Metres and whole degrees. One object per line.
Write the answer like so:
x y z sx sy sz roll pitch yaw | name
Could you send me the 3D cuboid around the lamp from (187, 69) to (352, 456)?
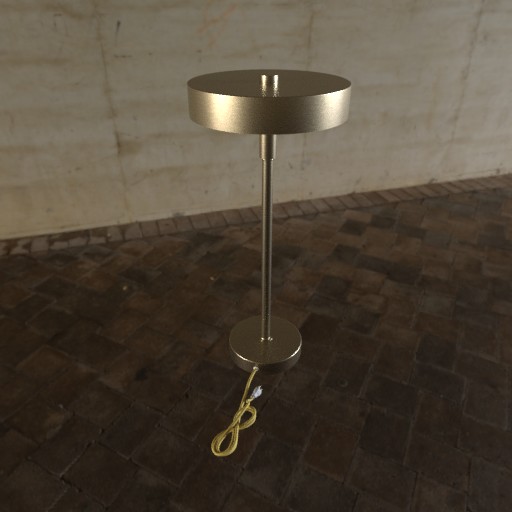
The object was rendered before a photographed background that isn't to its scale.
0.000 0.000 0.689 0.229 0.508 0.369 8 31 13 | lamp
